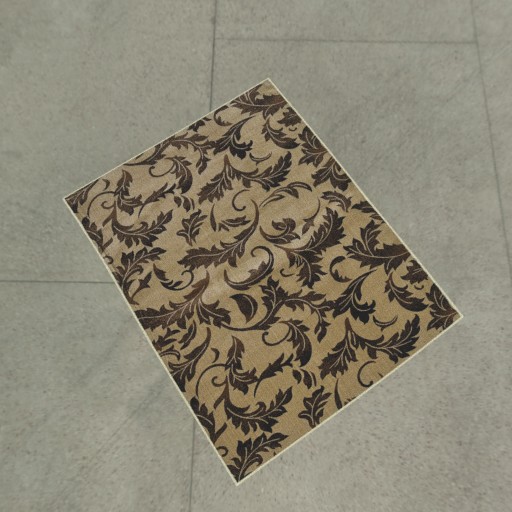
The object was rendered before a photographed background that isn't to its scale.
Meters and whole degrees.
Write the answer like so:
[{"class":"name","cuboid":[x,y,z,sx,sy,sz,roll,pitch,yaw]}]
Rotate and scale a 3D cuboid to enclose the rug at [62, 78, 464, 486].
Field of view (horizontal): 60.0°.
[{"class":"rug","cuboid":[0.000,0.000,4.000,2.380,0.008,2.977,-33,77,-9]}]
